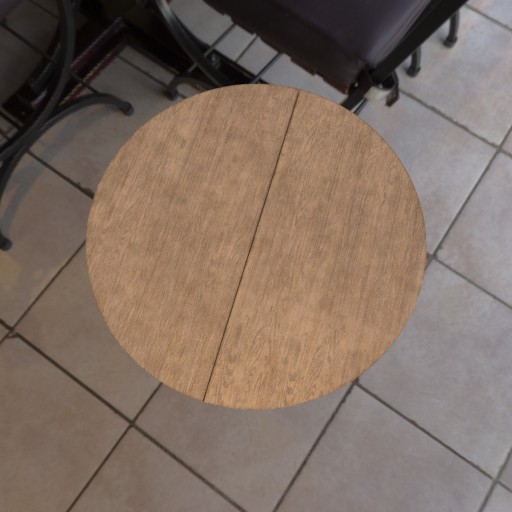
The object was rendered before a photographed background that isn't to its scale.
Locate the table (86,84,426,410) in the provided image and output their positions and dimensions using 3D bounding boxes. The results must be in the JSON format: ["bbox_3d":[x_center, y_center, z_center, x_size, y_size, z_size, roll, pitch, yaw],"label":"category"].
[{"bbox_3d":[0.000,0.000,2.152,1.363,0.781,1.363,0,75,0],"label":"table"}]
